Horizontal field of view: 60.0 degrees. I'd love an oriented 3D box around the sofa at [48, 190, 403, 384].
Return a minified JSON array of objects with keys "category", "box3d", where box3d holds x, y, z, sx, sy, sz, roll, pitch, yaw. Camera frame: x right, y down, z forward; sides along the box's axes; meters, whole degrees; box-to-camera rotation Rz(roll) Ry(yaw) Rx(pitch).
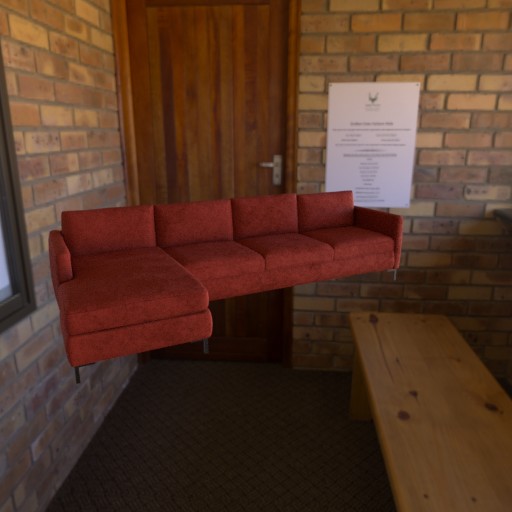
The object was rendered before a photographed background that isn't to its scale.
[{"category":"sofa","box3d":[0.000,0.000,2.941,2.467,0.663,1.136,-8,17,-26]}]
